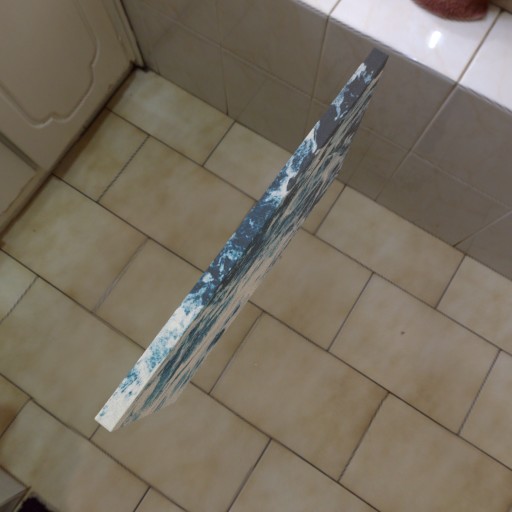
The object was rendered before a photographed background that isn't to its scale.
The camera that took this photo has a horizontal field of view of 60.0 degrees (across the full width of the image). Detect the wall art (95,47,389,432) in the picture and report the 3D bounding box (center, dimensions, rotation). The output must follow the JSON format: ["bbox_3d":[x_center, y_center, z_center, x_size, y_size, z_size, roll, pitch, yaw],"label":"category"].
[{"bbox_3d":[0.000,0.000,1.141,0.042,0.610,0.915,35,79,8],"label":"wall art"}]
